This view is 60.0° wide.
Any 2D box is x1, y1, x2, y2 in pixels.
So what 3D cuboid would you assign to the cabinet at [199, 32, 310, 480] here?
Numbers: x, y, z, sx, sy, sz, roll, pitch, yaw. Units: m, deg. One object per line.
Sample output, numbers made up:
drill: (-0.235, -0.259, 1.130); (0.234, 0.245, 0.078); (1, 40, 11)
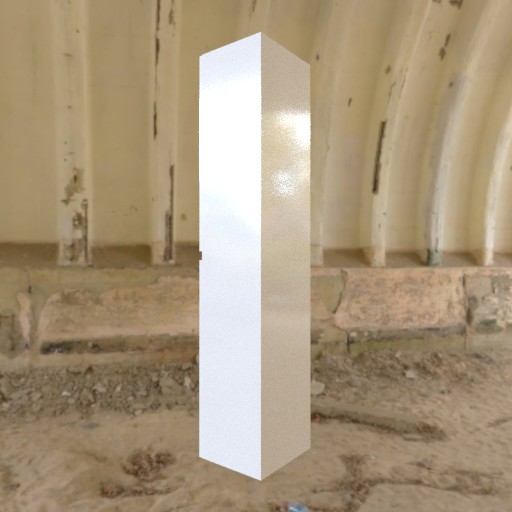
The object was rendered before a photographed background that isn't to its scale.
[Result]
cabinet: (0.000, 0.000, 1.584); (0.270, 1.400, 0.300); (0, 0, 38)
